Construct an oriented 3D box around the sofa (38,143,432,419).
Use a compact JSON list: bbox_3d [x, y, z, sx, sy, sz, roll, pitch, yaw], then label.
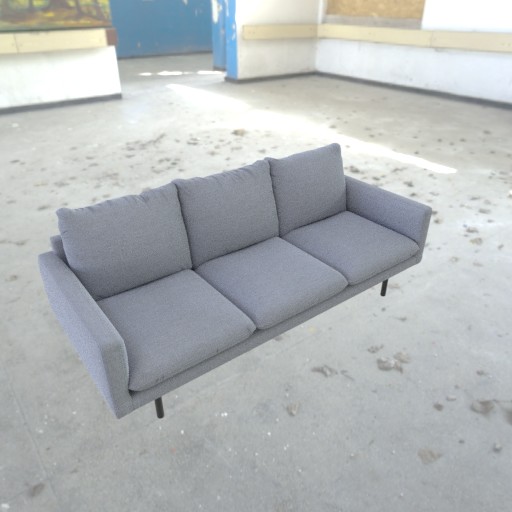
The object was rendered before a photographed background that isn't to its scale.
[{"bbox_3d":[0.000,0.000,2.423,2.000,0.830,0.850,-21,36,-31],"label":"sofa"}]
